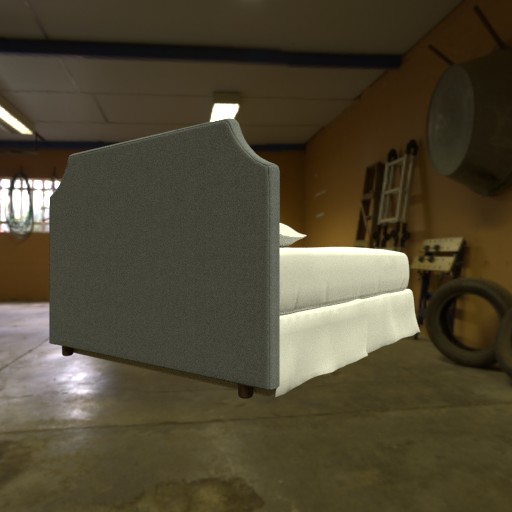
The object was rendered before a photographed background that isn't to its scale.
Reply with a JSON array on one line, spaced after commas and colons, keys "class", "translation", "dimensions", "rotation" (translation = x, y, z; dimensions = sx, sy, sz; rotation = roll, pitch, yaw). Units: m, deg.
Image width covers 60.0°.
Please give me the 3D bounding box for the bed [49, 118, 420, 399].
[{"class": "bed", "translation": [0.000, 0.000, 3.344], "dimensions": [1.811, 1.296, 2.259], "rotation": [0, 0, 36]}]
